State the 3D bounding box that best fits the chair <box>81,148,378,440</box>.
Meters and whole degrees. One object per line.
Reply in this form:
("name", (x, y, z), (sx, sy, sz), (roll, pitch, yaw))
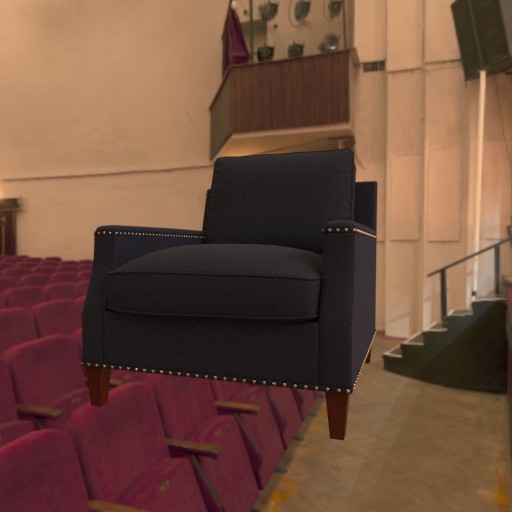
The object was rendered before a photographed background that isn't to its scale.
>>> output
("chair", (0.000, 0.000, 1.709), (0.853, 0.943, 1.014), (0, 1, 19))
